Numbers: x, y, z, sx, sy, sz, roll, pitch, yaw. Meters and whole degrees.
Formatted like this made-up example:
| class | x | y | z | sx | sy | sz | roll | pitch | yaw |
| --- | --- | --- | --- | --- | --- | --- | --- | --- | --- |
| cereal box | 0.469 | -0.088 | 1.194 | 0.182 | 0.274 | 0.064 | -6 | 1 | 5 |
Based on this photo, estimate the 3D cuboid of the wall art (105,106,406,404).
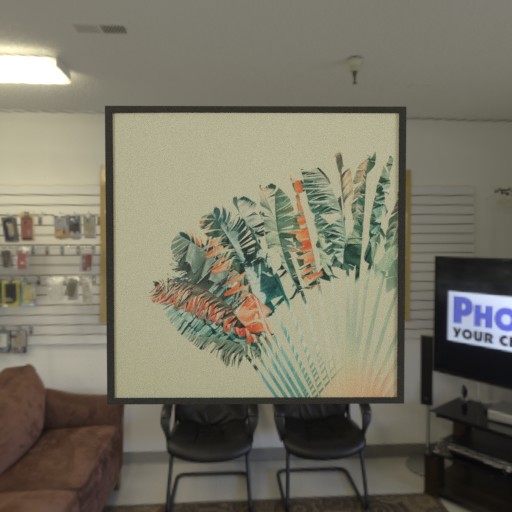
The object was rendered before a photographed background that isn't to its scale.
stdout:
| class | x | y | z | sx | sy | sz | roll | pitch | yaw |
| --- | --- | --- | --- | --- | --- | --- | --- | --- | --- |
| wall art | 0.000 | 0.000 | 0.772 | 0.509 | 0.507 | 0.037 | 0 | 1 | -1 |
